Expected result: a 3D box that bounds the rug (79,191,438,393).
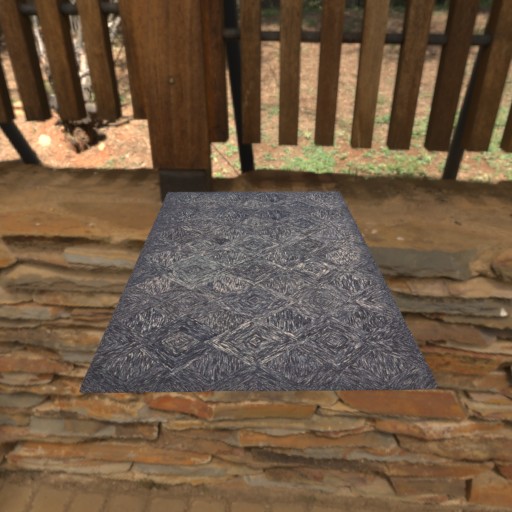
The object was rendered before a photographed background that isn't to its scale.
[{"bbox_3d":[0.000,0.000,2.159,1.139,0.010,1.754,0,29,-1],"label":"rug"}]
